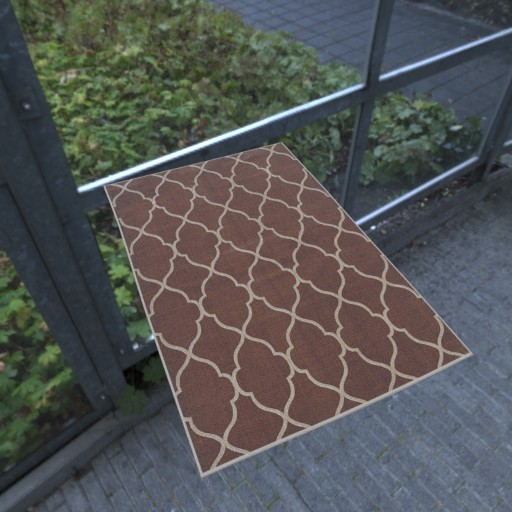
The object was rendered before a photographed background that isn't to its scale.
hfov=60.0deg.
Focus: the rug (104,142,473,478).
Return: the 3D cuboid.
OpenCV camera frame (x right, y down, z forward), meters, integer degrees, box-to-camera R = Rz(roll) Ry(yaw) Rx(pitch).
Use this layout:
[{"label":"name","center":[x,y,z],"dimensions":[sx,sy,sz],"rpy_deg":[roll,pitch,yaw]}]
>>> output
[{"label":"rug","center":[0.000,0.000,2.860],"dimensions":[1.528,0.014,2.294],"rpy_deg":[-18,49,-16]}]
